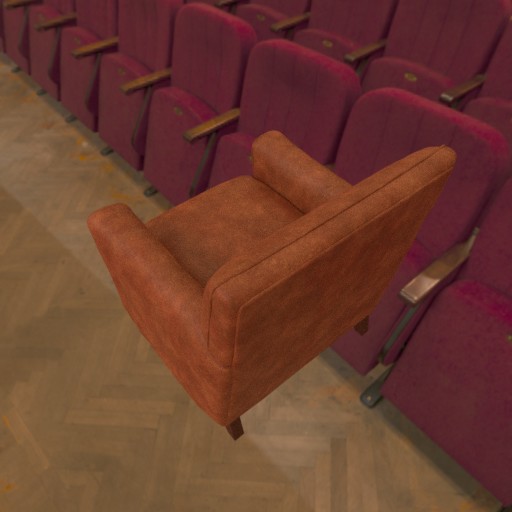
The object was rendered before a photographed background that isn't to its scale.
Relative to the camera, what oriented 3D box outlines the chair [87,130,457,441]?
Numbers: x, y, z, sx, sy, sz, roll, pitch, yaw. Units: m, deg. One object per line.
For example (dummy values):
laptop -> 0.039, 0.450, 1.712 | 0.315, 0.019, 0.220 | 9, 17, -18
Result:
chair -> 0.000, 0.000, 1.593 | 0.870, 0.943, 0.823 | -31, 54, -26
